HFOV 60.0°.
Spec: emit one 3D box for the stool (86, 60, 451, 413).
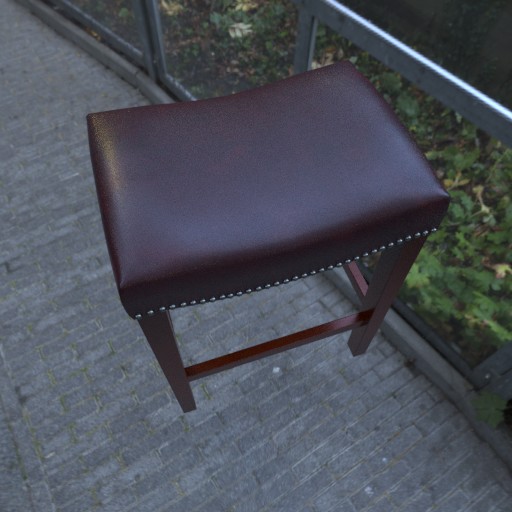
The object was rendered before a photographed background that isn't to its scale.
[{"bbox_3d":[0.000,0.000,0.952,0.504,0.657,0.372,-16,59,-10],"label":"stool"}]
